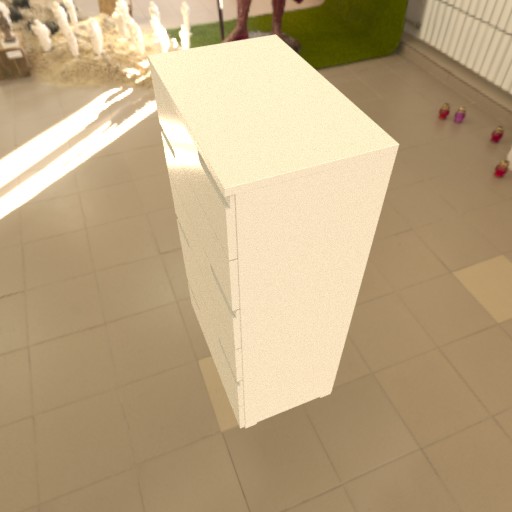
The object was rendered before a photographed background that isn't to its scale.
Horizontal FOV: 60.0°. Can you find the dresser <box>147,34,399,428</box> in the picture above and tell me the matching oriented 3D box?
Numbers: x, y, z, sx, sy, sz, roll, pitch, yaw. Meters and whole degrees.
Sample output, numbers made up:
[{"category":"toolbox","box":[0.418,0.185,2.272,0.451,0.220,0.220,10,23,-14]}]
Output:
[{"category":"dresser","box":[0.000,0.000,1.541,0.400,1.190,0.650,-17,49,-15]}]
